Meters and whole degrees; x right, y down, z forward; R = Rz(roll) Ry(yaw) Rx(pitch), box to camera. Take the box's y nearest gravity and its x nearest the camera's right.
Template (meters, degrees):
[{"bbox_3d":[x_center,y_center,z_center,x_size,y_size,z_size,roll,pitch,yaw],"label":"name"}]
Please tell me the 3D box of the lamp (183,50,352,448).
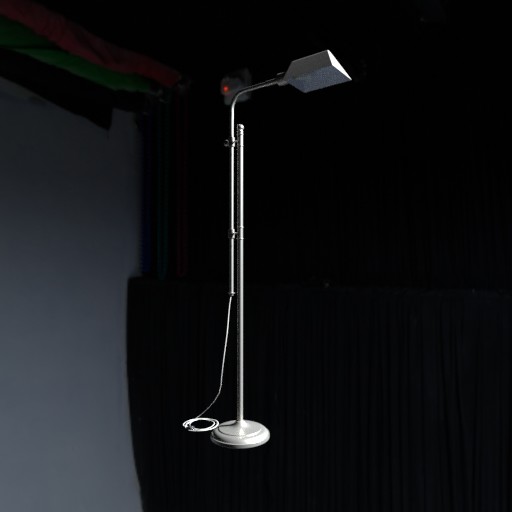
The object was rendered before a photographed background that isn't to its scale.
[{"bbox_3d":[0.000,0.000,1.897,0.813,1.571,0.256,-1,-2,37],"label":"lamp"}]
